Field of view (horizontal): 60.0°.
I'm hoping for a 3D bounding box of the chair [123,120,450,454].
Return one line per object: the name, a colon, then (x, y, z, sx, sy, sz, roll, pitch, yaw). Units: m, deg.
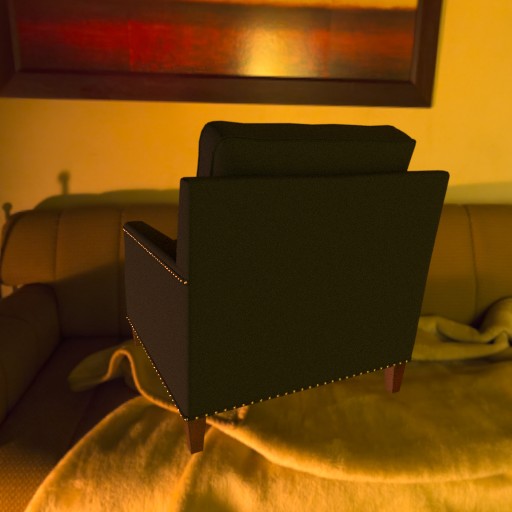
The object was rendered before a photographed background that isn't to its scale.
chair: (0.000, 0.000, 1.698, 0.853, 0.943, 1.014, -6, 15, -25)
